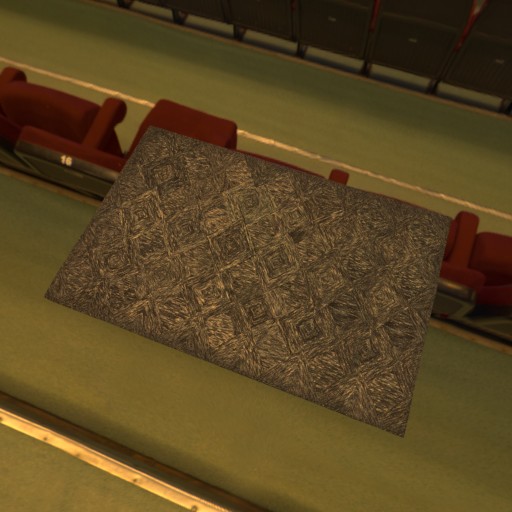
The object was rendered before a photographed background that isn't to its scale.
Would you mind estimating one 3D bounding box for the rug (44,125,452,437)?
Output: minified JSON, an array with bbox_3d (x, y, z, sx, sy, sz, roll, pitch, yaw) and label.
[{"bbox_3d":[0.000,0.000,2.211,1.754,0.010,1.139,19,66,9],"label":"rug"}]
